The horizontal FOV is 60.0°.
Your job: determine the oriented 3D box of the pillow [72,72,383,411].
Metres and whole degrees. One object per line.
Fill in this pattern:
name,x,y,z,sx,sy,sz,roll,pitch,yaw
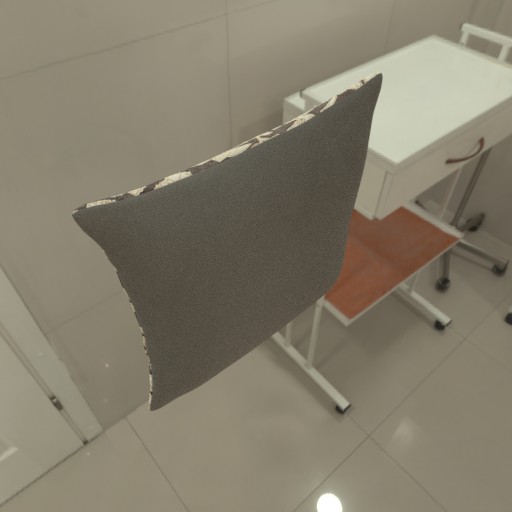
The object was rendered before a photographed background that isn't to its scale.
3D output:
pillow,0.000,0.000,0.776,0.526,0.507,0.166,-32,54,-27
